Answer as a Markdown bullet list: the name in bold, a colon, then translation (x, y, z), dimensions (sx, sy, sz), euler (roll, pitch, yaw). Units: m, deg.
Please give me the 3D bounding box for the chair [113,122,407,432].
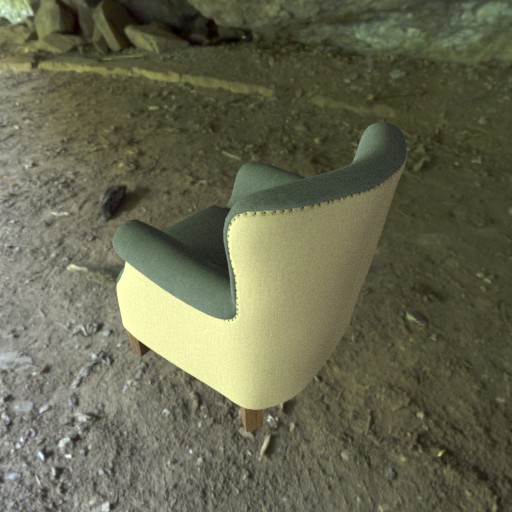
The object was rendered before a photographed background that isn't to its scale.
- **chair**: translation (0.000, 0.000, 1.660), dimensions (0.921, 0.936, 0.861), euler (22, 39, 30)
